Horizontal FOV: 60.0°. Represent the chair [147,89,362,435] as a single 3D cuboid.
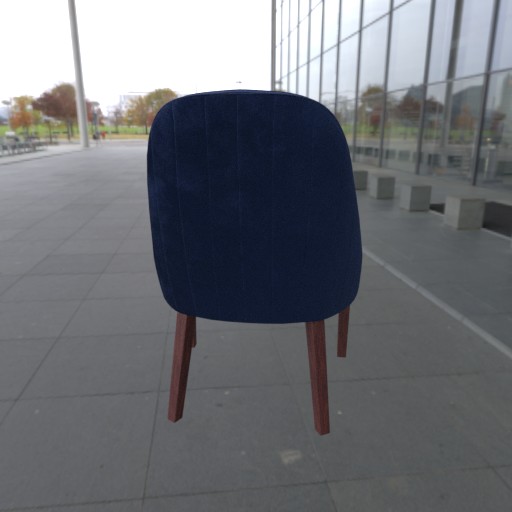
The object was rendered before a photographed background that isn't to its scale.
[{"bbox_3d":[0.000,0.000,1.320,0.643,0.889,0.575,2,16,7],"label":"chair"}]
